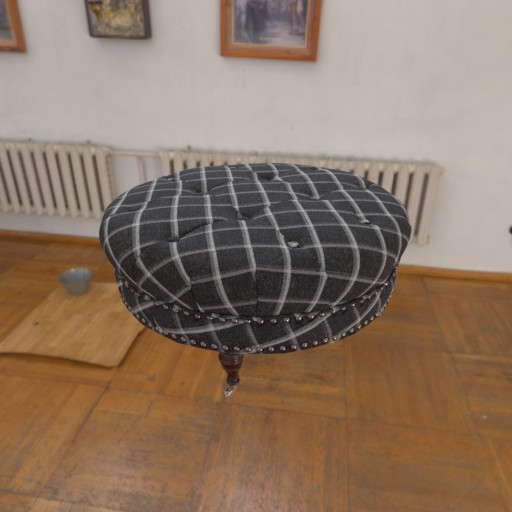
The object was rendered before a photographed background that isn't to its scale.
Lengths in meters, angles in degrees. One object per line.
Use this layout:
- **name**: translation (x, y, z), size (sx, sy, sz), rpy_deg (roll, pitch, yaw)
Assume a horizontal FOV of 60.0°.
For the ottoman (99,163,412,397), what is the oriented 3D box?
- **ottoman**: translation (0.000, 0.000, 1.398), size (0.901, 0.439, 0.901), rpy_deg (0, 27, 0)
